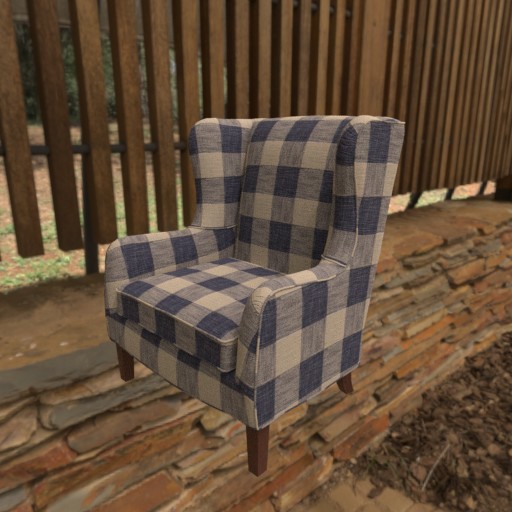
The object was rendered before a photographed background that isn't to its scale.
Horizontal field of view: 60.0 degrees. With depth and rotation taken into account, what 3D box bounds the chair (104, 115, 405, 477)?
[{"bbox_3d":[0.000,0.000,1.705,0.830,1.041,0.889,15,22,41],"label":"chair"}]
